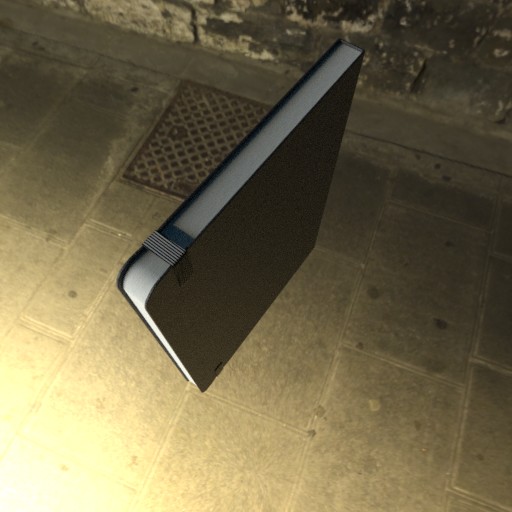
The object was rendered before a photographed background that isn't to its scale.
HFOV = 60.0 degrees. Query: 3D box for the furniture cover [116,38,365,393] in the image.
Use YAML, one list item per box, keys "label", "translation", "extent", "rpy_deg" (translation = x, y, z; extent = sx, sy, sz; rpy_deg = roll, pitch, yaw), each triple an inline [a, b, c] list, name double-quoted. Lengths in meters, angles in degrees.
- label: "furniture cover"
  translation: [0.000, 0.000, 0.380]
  extent: [0.023, 0.281, 0.216]
  rpy_deg: [33, 68, 15]
